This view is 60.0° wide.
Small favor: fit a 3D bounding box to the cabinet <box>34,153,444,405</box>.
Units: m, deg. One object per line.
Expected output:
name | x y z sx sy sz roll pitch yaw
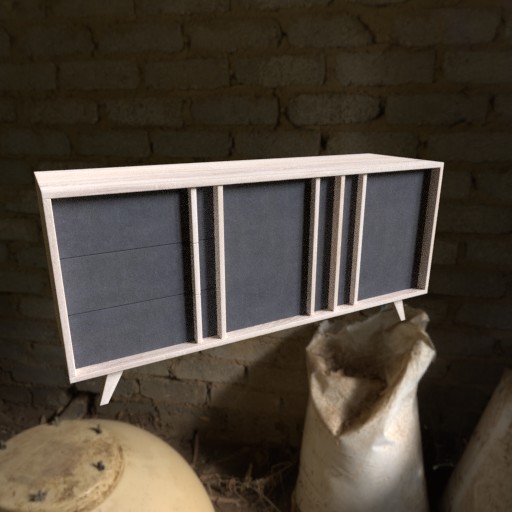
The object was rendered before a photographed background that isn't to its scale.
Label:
cabinet | 0.000 0.000 1.963 1.650 0.780 0.500 -9 20 -26
